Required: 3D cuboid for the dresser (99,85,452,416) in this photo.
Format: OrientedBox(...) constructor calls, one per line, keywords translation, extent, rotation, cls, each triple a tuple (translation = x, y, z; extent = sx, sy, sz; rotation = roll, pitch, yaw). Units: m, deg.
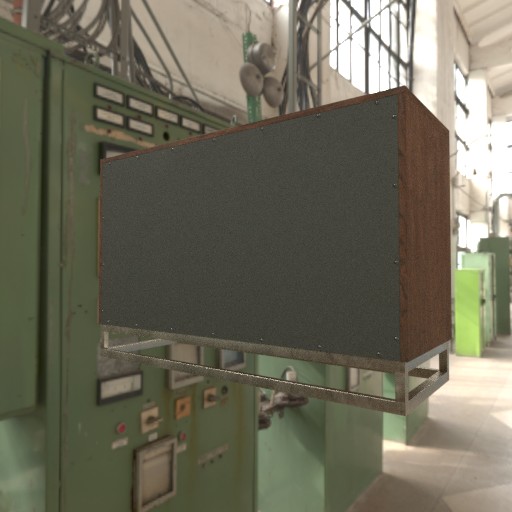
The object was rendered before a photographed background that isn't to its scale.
OrientedBox(translation=(0.000, 0.000, 2.147), extent=(1.646, 1.061, 0.623), rotation=(-1, -2, 36), cls="dresser")
